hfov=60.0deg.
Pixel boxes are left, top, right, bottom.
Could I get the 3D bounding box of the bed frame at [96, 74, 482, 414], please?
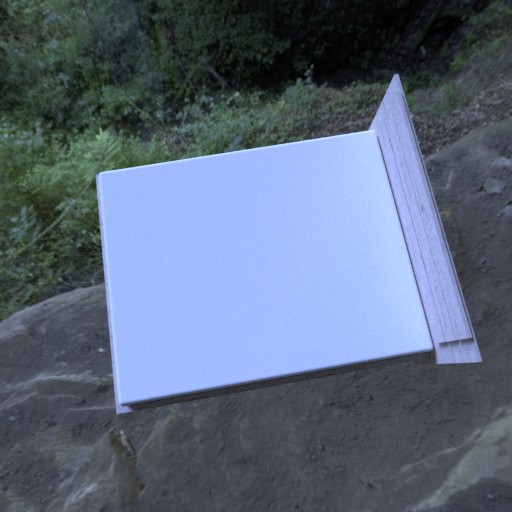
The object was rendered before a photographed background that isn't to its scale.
[{"bbox_3d":[0.000,0.000,2.923,2.080,0.970,1.750,-9,76,-2],"label":"bed frame"}]
